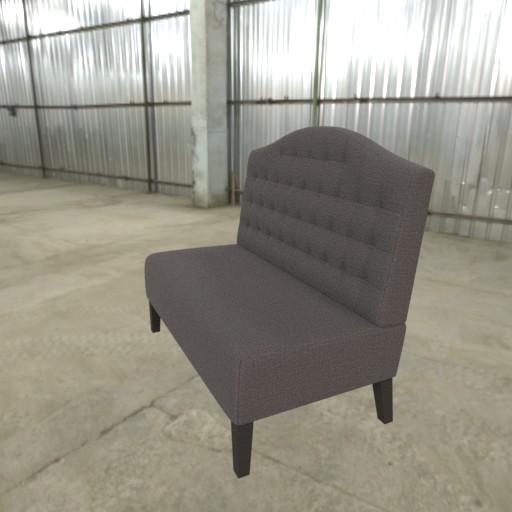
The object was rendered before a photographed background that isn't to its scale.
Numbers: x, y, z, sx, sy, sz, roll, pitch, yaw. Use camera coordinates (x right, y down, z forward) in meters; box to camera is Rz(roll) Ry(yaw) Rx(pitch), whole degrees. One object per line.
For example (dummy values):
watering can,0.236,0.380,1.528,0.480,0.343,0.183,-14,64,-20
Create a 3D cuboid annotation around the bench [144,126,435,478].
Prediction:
bench,0.000,0.000,2.103,0.815,1.180,1.335,-8,19,-25
